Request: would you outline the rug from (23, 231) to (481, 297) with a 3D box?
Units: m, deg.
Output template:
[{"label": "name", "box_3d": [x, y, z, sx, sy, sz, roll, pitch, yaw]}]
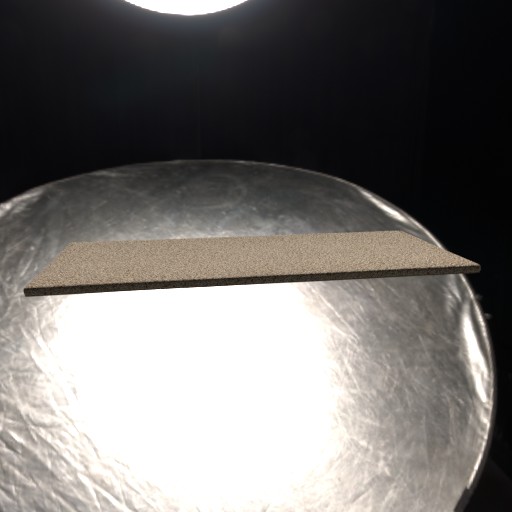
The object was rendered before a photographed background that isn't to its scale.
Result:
[{"label": "rug", "box_3d": [0.000, 0.000, 1.738, 1.524, 0.030, 0.609, -2, 15, -9]}]
